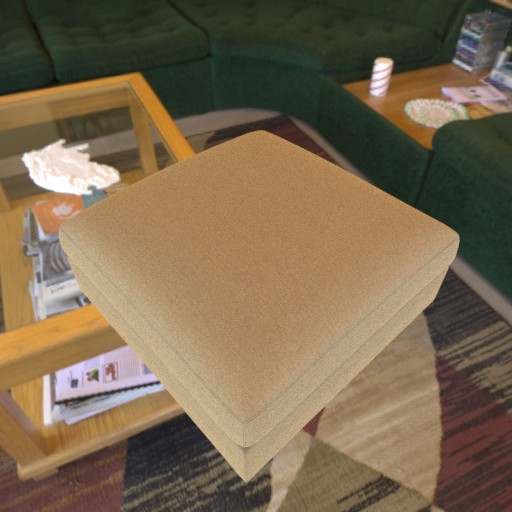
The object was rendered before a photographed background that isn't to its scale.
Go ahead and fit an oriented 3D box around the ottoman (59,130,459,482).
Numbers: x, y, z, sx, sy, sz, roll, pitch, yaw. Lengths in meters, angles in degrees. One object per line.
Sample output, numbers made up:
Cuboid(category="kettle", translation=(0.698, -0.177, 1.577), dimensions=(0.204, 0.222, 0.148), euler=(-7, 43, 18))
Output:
Cuboid(category="ottoman", translation=(0.000, 0.000, 1.642), dimensions=(1.041, 0.470, 1.041), euler=(-33, 54, -28))
